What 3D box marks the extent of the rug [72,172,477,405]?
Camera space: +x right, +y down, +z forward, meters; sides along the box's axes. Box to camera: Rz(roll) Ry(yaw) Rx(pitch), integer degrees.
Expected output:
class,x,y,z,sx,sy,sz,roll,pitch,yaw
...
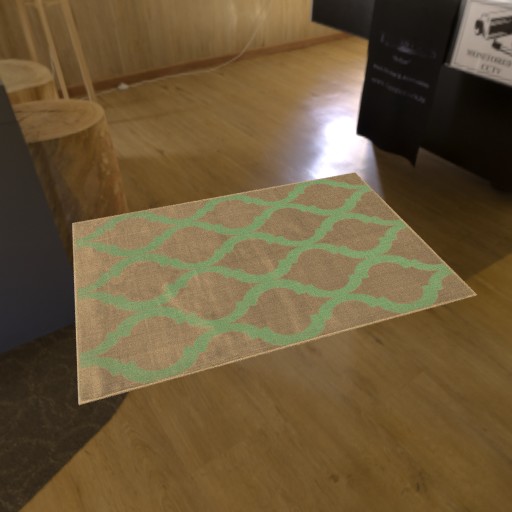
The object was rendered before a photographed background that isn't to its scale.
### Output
class,x,y,z,sx,sy,sz,roll,pitch,yaw
rug,0.000,0.000,2.929,2.286,0.006,1.524,-12,42,-14
